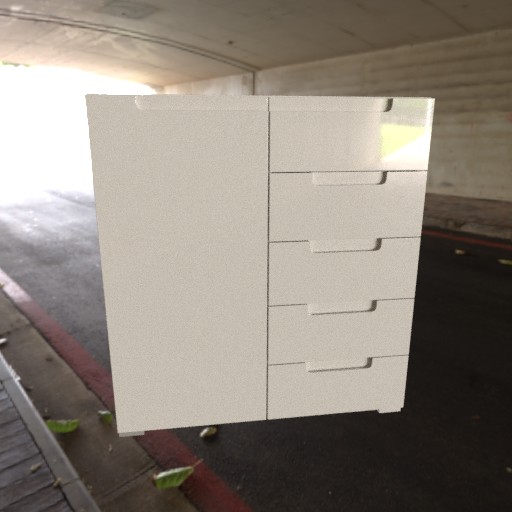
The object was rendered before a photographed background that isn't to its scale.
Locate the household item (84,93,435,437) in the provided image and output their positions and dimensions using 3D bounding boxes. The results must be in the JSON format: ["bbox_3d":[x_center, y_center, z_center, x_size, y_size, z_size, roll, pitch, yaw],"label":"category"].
[{"bbox_3d":[0.000,0.000,1.316,0.800,0.870,0.420,-2,16,-8],"label":"household item"}]
